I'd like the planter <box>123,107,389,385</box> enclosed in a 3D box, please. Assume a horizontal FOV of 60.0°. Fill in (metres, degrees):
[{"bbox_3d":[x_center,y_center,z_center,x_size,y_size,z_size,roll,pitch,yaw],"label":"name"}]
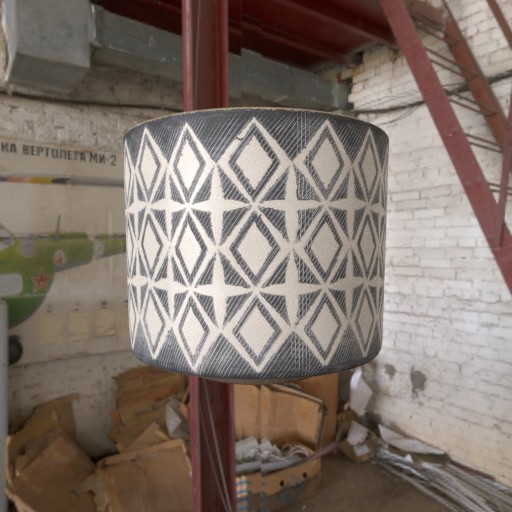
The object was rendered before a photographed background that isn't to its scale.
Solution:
[{"bbox_3d":[0.000,0.000,0.336,0.192,0.165,0.192,0,1,0],"label":"planter"}]
